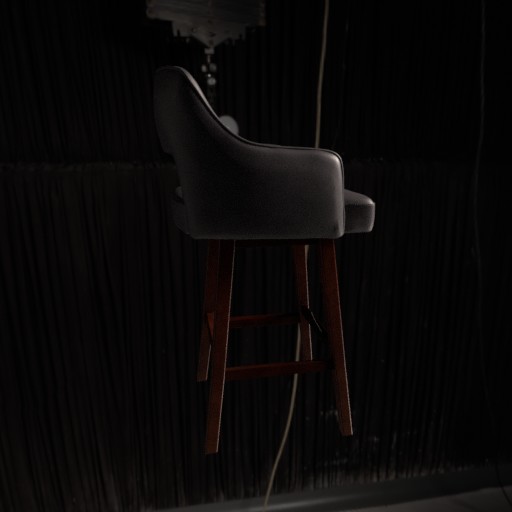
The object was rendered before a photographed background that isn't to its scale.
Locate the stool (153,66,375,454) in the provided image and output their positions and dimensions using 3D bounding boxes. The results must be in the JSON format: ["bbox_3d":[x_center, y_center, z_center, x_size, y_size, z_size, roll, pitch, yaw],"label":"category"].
[{"bbox_3d":[0.000,0.000,1.358,0.560,1.041,0.550,-3,15,-10],"label":"stool"}]
